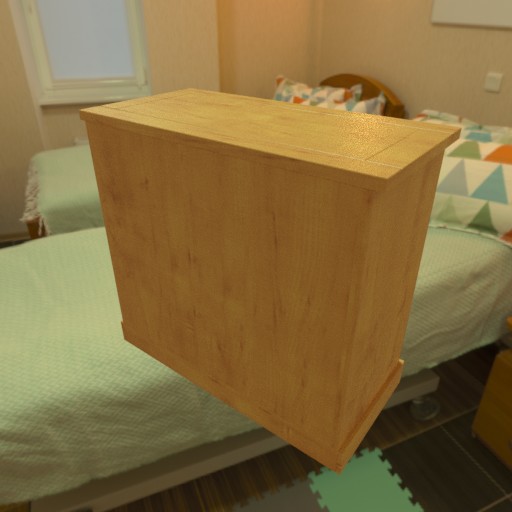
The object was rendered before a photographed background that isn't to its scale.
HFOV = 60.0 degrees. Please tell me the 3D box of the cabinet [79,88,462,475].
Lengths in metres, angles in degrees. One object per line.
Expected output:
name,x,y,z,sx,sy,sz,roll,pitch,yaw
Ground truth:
cabinet,0.000,0.000,1.378,0.920,0.840,0.450,21,36,32
